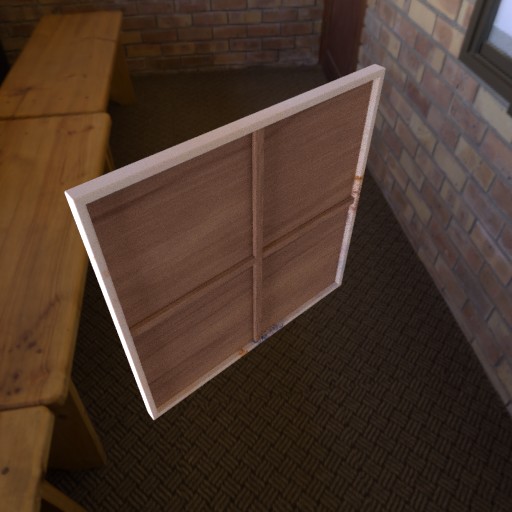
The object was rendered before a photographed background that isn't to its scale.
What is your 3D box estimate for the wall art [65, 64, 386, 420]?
[{"bbox_3d":[0.000,0.000,1.318,0.889,0.889,0.038,-31,53,-27],"label":"wall art"}]
